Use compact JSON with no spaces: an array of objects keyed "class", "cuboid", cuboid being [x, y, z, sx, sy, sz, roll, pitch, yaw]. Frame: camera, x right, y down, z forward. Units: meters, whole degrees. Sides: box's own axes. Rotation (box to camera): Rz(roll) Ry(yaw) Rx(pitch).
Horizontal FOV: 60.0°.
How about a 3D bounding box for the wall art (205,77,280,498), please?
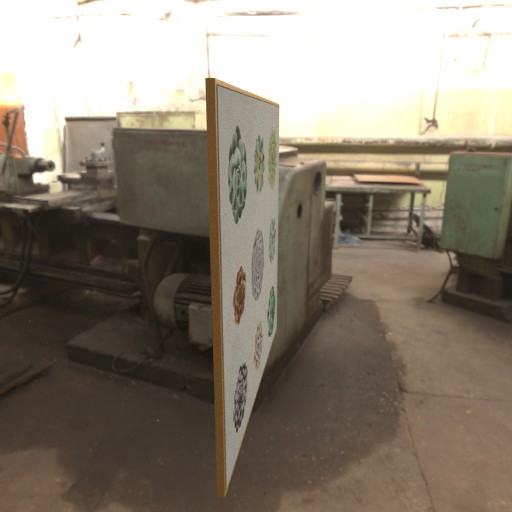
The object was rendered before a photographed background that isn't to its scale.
[{"class":"wall art","cuboid":[0.000,0.000,0.961,0.014,0.655,0.657,3,16,10]}]
